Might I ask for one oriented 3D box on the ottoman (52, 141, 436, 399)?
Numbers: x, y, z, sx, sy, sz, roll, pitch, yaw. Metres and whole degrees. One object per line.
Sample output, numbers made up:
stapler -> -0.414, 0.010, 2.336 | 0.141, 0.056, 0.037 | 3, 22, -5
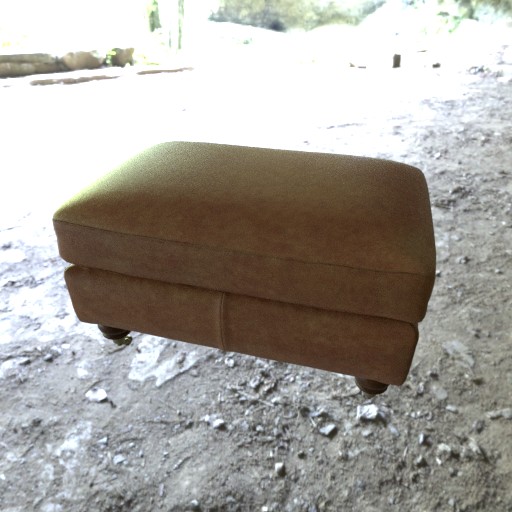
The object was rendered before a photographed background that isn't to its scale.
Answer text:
ottoman -> 0.000, 0.000, 1.206 | 0.852, 0.507, 0.565 | 8, 33, 13
